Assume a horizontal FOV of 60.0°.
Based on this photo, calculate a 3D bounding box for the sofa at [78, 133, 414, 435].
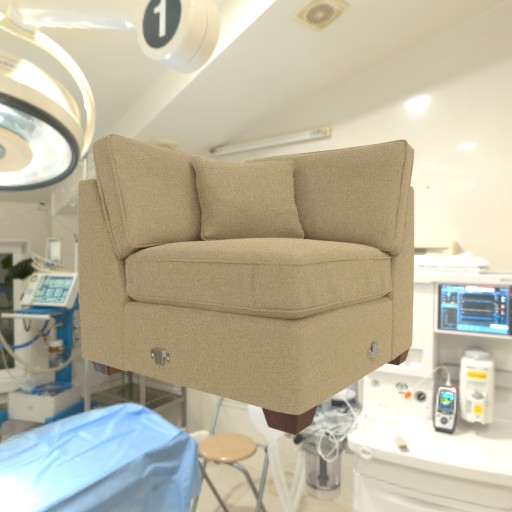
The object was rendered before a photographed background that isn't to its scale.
[{"bbox_3d":[0.000,0.000,1.969,1.146,1.002,1.084,1,2,36],"label":"sofa"}]
